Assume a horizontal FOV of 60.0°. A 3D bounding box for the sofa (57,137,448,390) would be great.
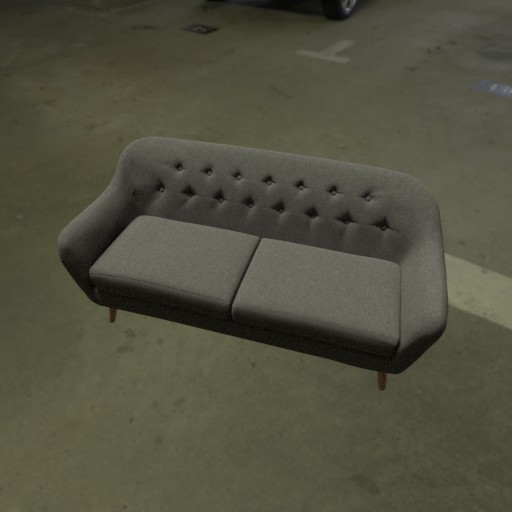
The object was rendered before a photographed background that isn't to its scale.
[{"bbox_3d":[0.000,0.000,2.333,1.840,0.820,0.820,11,43,12],"label":"sofa"}]
